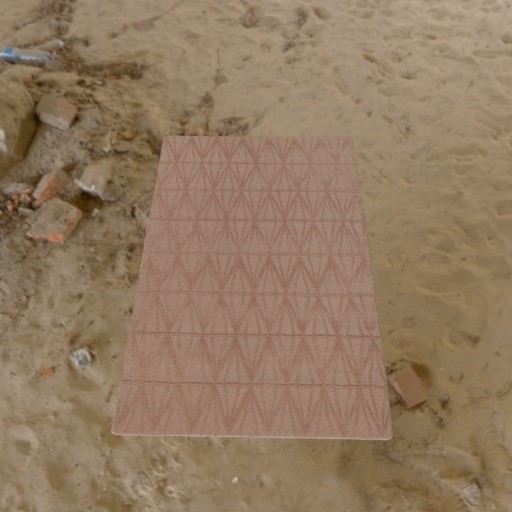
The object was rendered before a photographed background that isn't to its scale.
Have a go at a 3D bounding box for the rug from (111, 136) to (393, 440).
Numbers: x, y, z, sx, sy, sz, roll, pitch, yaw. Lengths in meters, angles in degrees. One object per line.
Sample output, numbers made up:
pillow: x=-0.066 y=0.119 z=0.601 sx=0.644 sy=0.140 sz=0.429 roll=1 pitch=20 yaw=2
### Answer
rug: x=0.000 y=0.000 z=2.391 sx=1.230 sy=0.025 sz=1.837 roll=1 pitch=58 yaw=0
